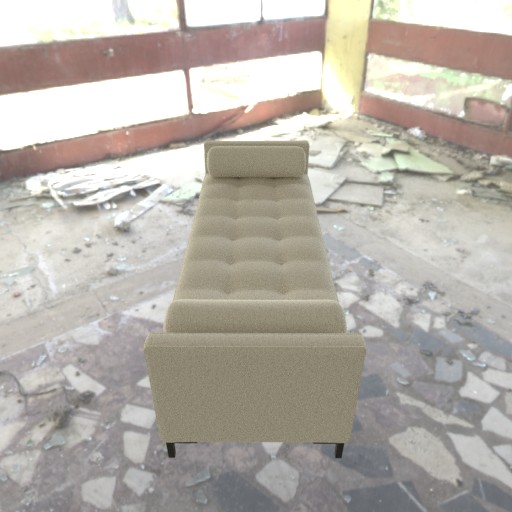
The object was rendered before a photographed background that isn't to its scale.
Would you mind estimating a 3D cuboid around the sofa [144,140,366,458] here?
[{"bbox_3d":[0.000,0.000,2.399,0.746,0.641,1.985,0,34,0],"label":"sofa"}]
